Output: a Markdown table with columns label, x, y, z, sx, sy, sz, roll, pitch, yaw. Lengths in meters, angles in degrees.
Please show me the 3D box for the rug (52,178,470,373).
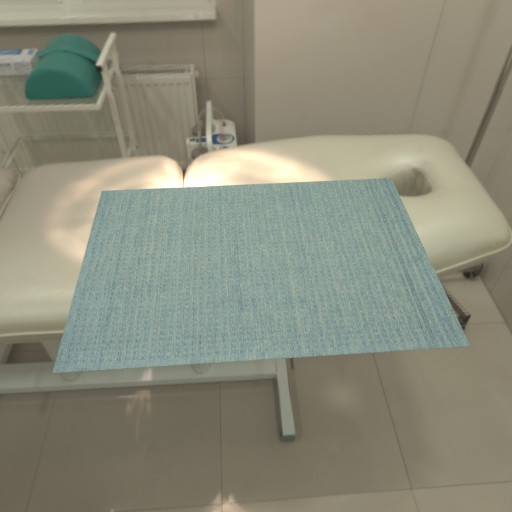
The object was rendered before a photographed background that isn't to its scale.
| label | x | y | z | sx | sy | sz | roll | pitch | yaw |
| --- | --- | --- | --- | --- | --- | --- | --- | --- | --- |
| rug | 0.000 | 0.000 | 3.744 | 2.895 | 0.006 | 1.982 | -3 | 46 | -3 |
